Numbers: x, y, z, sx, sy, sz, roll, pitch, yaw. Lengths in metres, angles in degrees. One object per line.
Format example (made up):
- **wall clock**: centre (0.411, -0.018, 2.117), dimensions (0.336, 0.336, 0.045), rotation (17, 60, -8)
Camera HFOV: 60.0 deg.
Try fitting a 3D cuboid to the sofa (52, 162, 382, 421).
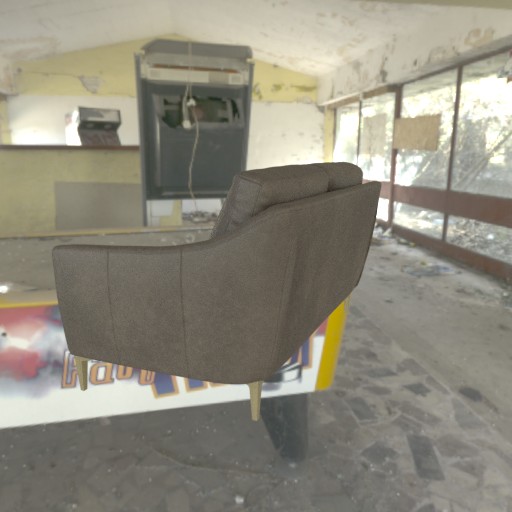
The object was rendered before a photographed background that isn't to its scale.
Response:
- **sofa**: centre (0.000, 0.000, 2.194), dimensions (0.960, 0.902, 1.619), rotation (6, 14, 26)
